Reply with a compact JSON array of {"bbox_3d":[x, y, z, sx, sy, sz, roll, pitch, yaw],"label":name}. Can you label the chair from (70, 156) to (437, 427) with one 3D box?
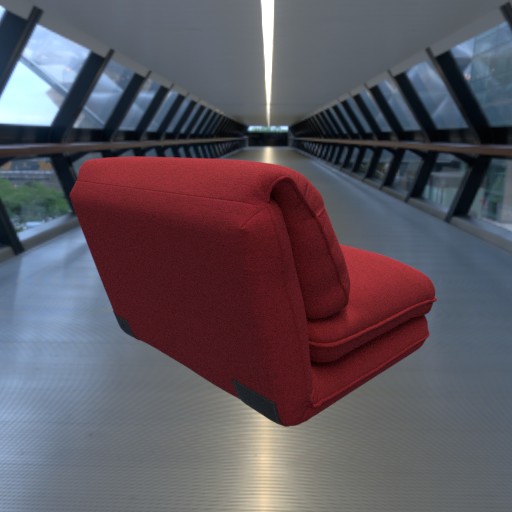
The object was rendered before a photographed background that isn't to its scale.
[{"bbox_3d":[0.000,0.000,1.319,0.780,0.580,0.820,-13,19,-42],"label":"chair"}]
